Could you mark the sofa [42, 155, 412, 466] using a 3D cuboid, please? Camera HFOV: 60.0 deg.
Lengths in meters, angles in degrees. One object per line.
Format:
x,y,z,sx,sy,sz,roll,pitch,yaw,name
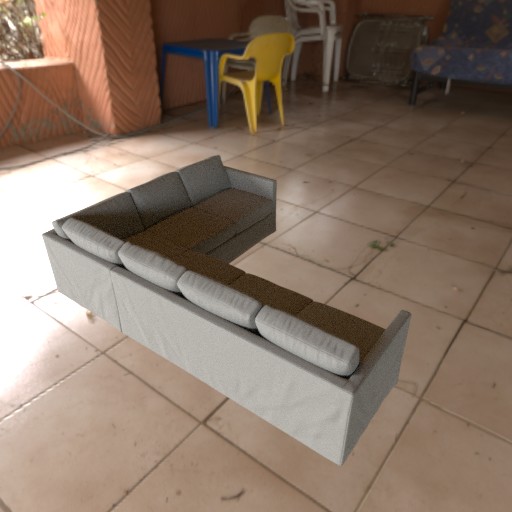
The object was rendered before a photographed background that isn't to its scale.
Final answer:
0.000,0.000,4.235,3.182,0.871,2.432,21,37,31,sofa
